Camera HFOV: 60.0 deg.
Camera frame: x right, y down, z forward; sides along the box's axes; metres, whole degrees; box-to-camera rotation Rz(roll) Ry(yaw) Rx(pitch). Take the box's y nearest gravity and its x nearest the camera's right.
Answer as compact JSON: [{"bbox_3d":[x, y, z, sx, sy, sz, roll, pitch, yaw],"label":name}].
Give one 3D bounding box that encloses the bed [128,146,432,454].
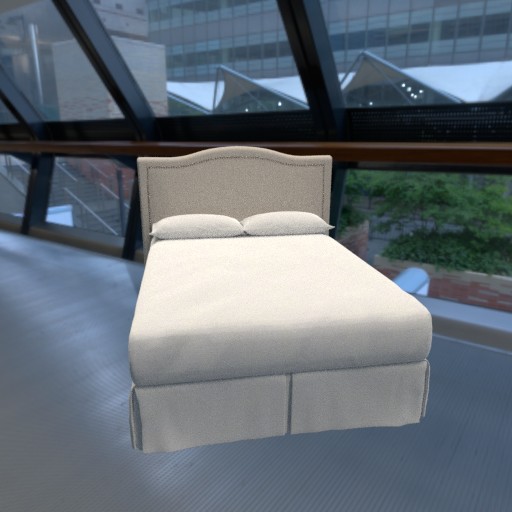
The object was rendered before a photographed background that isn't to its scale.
[{"bbox_3d":[0.000,0.000,3.198,1.753,1.460,2.143,-3,16,-9],"label":"bed"}]
